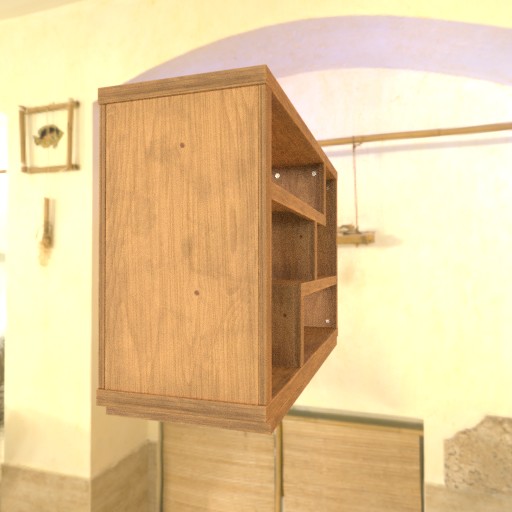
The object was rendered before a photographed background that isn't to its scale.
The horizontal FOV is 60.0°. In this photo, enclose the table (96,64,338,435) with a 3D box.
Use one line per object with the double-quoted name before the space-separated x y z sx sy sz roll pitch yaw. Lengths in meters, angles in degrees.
"table" 0.000 0.000 1.514 0.410 0.771 1.151 0 -1 18
